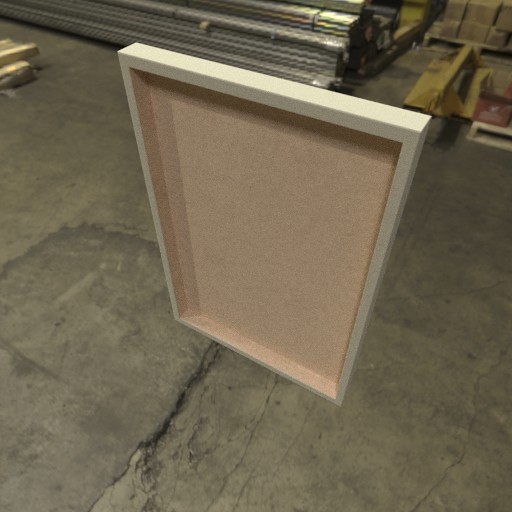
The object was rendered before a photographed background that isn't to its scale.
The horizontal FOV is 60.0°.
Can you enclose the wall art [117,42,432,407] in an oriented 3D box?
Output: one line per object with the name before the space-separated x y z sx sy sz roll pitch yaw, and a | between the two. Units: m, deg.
wall art | 0.000 0.000 0.756 0.418 0.608 0.038 23 49 21
